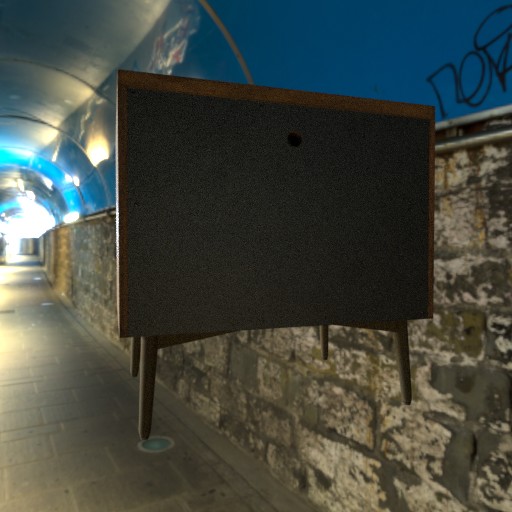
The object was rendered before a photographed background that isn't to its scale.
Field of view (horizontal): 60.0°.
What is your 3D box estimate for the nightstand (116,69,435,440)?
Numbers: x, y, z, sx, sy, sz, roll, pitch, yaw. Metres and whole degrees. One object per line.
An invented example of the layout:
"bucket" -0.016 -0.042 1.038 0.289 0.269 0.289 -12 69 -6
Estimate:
"nightstand" 0.000 0.000 1.022 0.610 0.610 0.458 0 2 -18
